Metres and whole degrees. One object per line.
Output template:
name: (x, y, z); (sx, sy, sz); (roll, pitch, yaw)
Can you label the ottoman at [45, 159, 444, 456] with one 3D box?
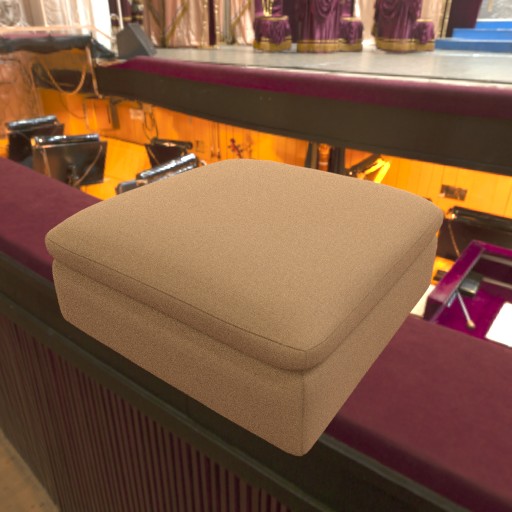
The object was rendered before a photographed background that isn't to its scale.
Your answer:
ottoman: (0.000, 0.000, 1.509); (0.977, 0.467, 0.996); (19, 33, 32)
